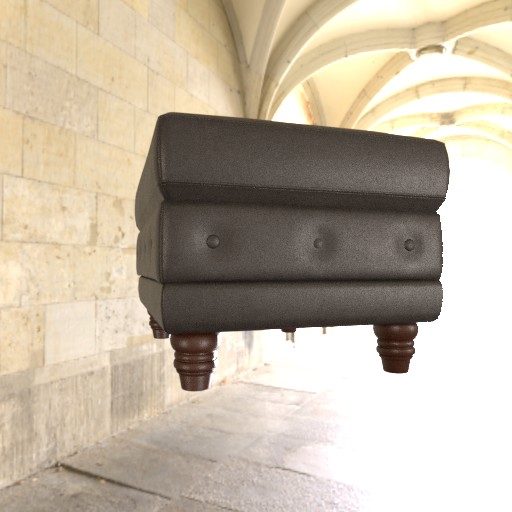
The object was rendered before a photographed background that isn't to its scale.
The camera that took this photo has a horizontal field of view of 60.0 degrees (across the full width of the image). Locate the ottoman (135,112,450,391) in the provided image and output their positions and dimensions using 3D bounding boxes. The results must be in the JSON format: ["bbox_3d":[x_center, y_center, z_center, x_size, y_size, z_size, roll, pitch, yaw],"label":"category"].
[{"bbox_3d":[0.000,0.000,1.169,0.590,0.498,0.795,0,-2,-18],"label":"ottoman"}]
